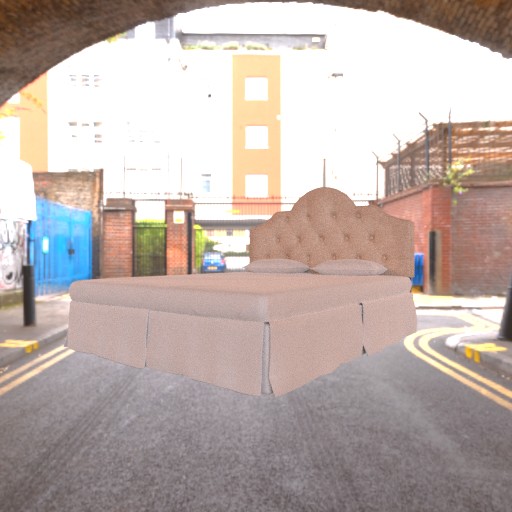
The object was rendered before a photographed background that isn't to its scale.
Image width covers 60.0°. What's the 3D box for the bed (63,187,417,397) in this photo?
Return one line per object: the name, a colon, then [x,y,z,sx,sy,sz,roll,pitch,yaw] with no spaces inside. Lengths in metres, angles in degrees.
bed: [0.000,0.000,3.097,1.667,1.194,1.970,0,0,37]
